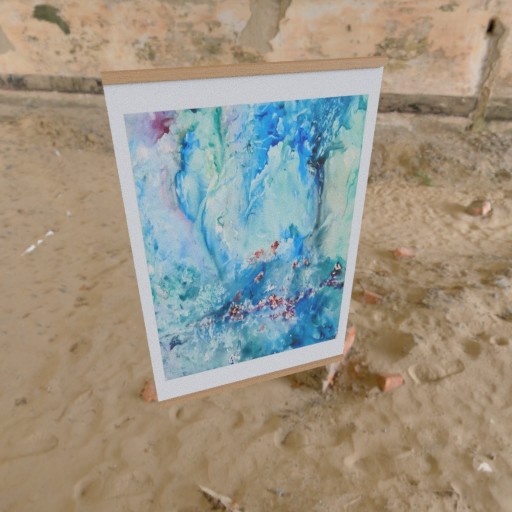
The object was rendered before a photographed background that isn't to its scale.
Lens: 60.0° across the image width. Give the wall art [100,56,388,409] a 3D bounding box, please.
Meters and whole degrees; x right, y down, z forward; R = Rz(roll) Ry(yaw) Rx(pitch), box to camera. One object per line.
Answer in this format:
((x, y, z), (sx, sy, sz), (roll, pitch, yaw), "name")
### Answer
((0.000, 0.000, 1.877), (0.991, 1.510, 0.040), (-10, 34, -16), "wall art")
